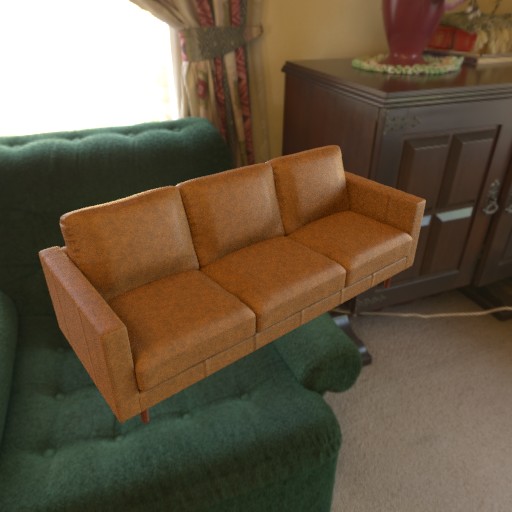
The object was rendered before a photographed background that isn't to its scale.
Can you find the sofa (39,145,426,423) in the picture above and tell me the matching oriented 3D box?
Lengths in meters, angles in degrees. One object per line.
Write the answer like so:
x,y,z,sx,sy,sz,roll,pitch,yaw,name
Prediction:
0.000,0.000,2.745,2.231,0.930,0.903,-22,37,-32,sofa
